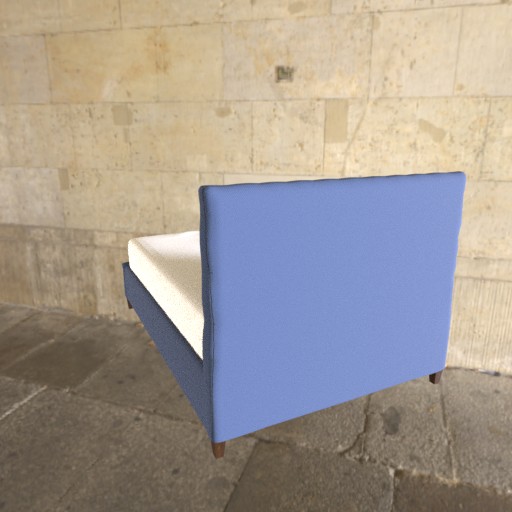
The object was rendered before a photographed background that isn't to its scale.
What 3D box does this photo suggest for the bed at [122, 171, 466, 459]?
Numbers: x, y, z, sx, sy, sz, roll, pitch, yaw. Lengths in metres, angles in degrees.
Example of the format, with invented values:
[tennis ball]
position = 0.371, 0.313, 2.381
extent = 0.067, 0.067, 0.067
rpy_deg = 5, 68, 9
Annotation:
[bed]
position = 0.000, 0.000, 3.496
extent = 1.706, 1.427, 2.387
rpy_deg = -8, 17, -26
